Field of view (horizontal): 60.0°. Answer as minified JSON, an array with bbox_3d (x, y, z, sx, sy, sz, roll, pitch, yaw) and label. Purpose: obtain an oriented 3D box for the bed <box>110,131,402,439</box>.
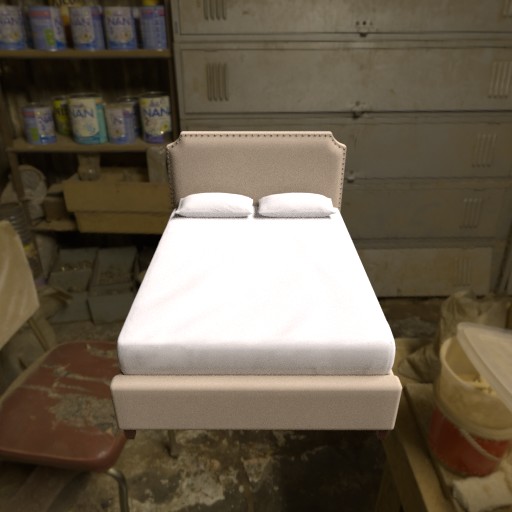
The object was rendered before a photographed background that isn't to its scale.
[{"bbox_3d":[0.000,0.000,3.459,1.703,1.415,2.329,0,28,0],"label":"bed"}]
